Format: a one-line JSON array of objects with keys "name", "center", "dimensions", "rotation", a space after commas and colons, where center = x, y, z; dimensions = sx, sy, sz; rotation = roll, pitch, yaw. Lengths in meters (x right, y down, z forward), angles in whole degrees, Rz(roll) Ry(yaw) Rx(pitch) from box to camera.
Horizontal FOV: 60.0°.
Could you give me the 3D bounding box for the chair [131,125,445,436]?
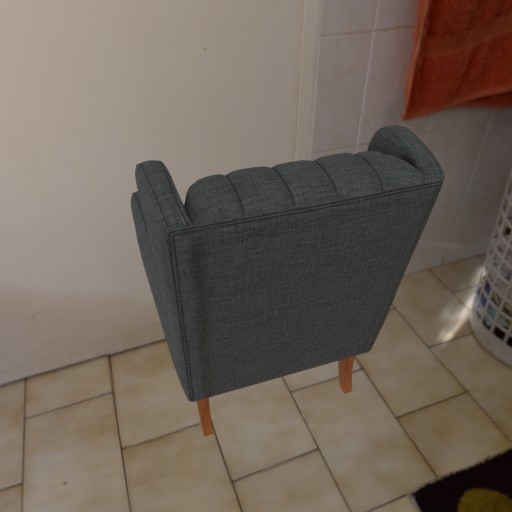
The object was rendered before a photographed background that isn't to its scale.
[{"name": "chair", "center": [0.000, 0.000, 1.440], "dimensions": [0.711, 0.953, 0.775], "rotation": [-12, 41, -14]}]
